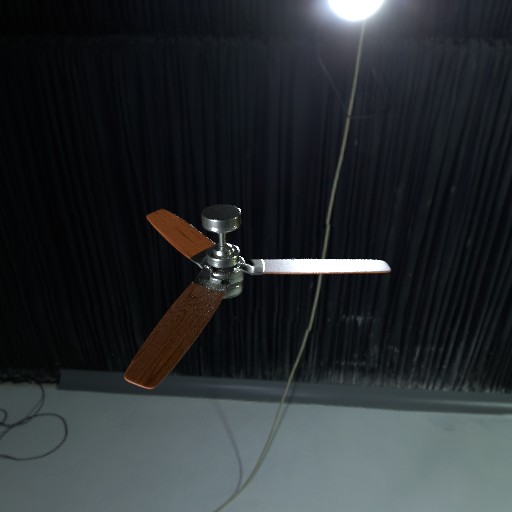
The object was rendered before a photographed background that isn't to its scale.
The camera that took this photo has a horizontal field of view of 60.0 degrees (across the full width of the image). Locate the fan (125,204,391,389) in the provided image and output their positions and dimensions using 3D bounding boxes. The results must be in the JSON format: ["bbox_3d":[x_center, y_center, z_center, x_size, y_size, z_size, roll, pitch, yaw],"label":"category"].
[{"bbox_3d":[0.000,0.000,2.035,1.271,0.410,1.416,-1,30,-1],"label":"fan"}]
